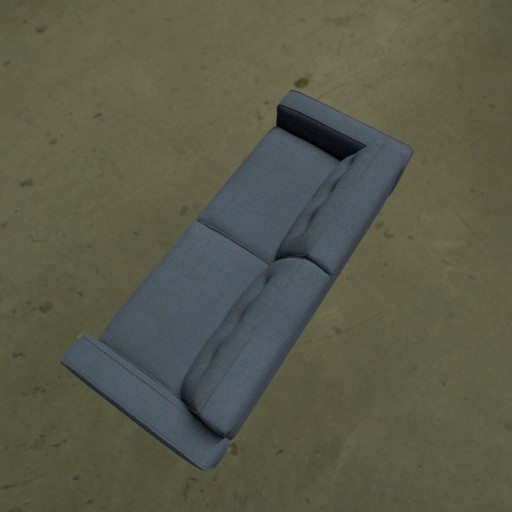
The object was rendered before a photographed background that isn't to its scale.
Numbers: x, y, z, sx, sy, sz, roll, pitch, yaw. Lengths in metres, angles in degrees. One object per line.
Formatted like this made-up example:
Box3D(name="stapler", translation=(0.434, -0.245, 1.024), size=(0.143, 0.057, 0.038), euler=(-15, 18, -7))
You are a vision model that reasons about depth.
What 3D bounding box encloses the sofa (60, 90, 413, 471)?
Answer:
Box3D(name="sofa", translation=(0.000, 0.000, 2.701), size=(0.953, 0.782, 2.270), euler=(31, 69, 14))
